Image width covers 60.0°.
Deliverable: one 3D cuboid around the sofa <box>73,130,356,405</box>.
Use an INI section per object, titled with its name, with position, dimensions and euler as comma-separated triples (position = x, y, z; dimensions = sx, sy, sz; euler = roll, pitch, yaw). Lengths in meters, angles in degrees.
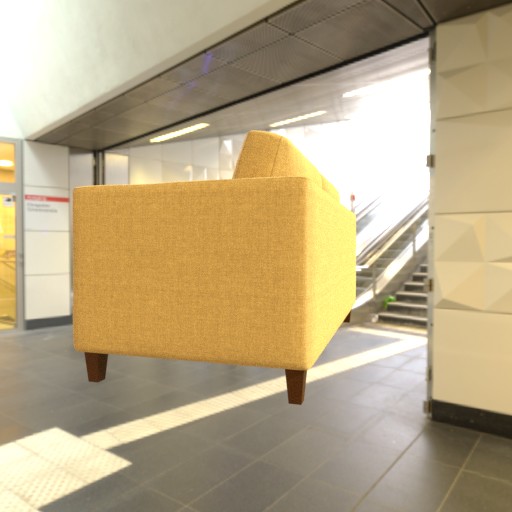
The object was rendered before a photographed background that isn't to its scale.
[sofa]
position = 0.000, 0.000, 2.445
dimensions = 0.950, 0.963, 1.884
euler = 0, 1, 17
